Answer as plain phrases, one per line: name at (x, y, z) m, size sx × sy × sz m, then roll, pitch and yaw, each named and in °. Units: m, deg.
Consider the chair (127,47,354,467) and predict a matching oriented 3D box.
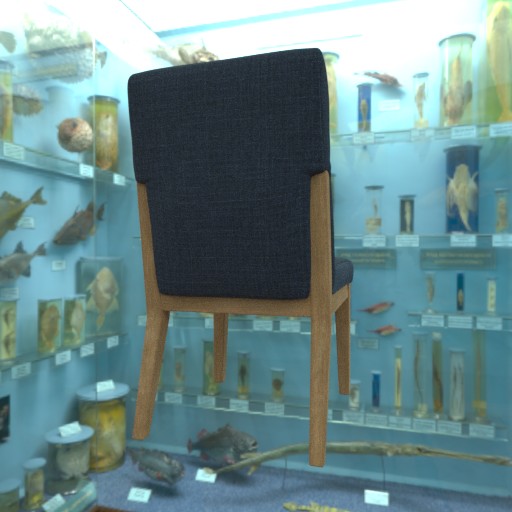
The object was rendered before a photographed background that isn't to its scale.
chair at (0.000, 0.000, 1.279) m, size 0.507 × 0.911 × 0.586 m, roll 0°, pitch 0°, yaw 18°
